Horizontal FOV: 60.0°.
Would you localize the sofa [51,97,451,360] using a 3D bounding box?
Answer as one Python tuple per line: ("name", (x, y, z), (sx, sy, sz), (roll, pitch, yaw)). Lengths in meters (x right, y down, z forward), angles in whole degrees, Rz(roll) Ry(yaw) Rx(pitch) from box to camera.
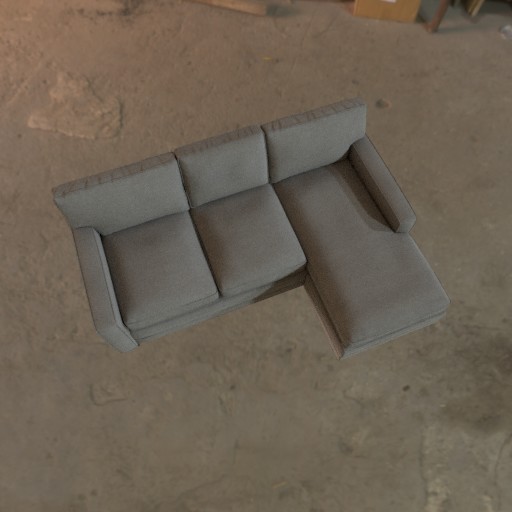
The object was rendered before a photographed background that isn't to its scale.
("sofa", (0.000, 0.000, 2.834), (2.087, 0.861, 1.496), (-19, 66, -9))
